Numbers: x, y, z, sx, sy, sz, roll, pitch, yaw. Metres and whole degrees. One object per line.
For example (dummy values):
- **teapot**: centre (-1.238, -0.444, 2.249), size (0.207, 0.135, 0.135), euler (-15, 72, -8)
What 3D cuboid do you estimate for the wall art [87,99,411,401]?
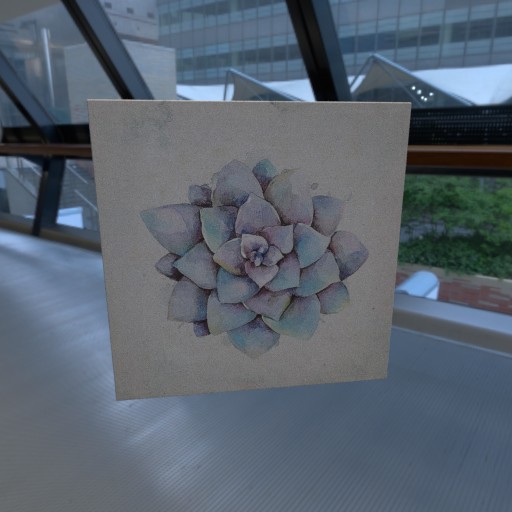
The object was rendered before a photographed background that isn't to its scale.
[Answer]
- **wall art**: centre (0.000, 0.000, 0.929), size (0.612, 0.612, 0.040), euler (-2, 16, -8)
